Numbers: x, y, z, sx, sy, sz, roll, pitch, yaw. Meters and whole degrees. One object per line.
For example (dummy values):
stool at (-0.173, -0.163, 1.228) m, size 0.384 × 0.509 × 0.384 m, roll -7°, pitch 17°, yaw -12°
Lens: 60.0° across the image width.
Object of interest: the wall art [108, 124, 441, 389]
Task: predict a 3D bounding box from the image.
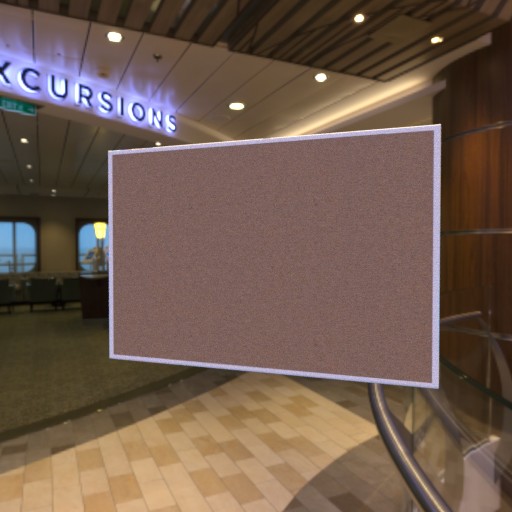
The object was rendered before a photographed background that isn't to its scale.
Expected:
wall art at (0.000, 0.000, 1.481) m, size 1.136 × 0.769 × 0.040 m, roll 0°, pitch 1°, yaw 18°
